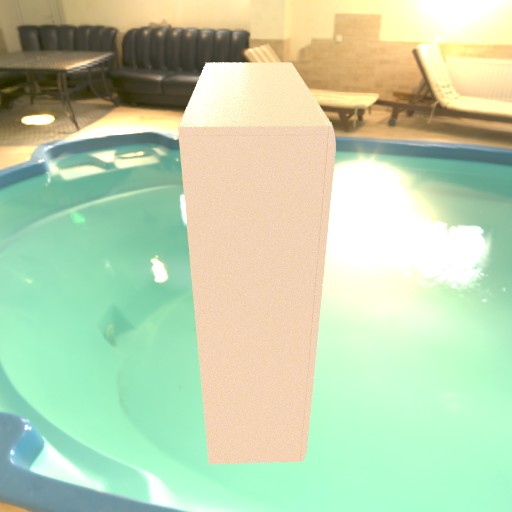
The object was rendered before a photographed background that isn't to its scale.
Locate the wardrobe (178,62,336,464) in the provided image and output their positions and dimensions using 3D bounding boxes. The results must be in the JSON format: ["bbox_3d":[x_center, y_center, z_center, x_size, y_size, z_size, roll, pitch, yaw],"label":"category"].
[{"bbox_3d":[0.000,0.000,1.642,0.360,1.200,0.900,-1,32,-1],"label":"wardrobe"}]
